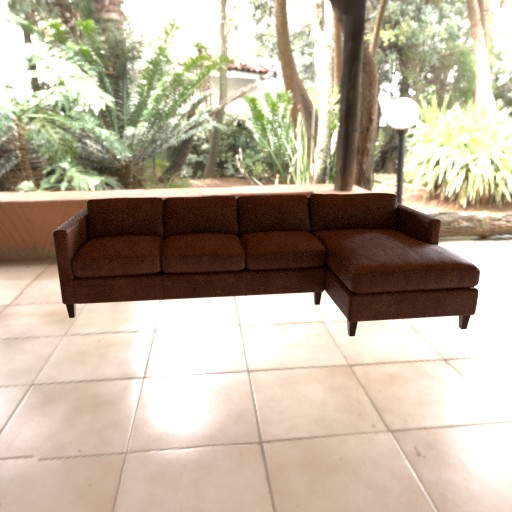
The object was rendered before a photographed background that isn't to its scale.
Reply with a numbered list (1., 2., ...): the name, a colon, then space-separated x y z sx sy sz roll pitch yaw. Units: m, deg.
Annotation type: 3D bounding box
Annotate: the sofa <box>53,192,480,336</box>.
1. sofa: 0.000 0.000 3.827 3.203 0.883 1.581 -2 17 -7
